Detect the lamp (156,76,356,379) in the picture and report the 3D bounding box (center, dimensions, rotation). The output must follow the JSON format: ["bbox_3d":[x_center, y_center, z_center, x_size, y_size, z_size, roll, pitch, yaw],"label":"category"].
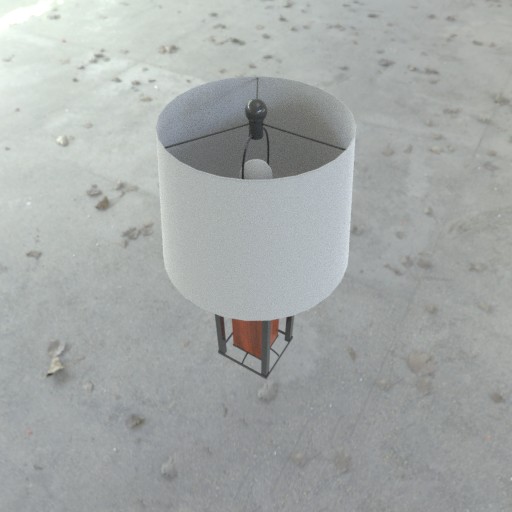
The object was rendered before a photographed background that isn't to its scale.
[{"bbox_3d":[0.000,0.000,0.791,0.320,0.591,0.320,0,47,0],"label":"lamp"}]
